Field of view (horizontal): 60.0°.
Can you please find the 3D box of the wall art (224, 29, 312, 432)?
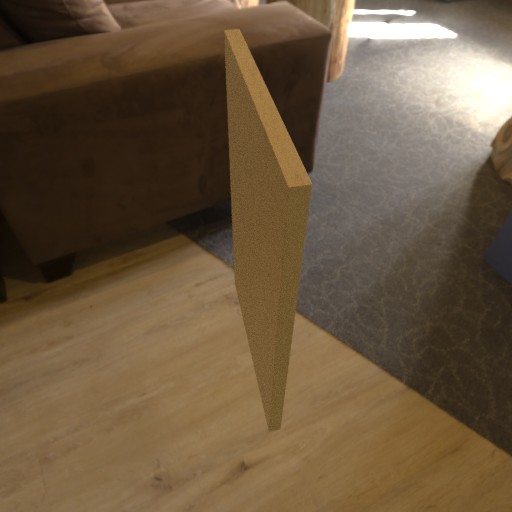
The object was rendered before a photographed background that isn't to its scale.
[{"bbox_3d":[0.000,0.000,1.027,0.039,0.810,0.510,-9,49,-8],"label":"wall art"}]
